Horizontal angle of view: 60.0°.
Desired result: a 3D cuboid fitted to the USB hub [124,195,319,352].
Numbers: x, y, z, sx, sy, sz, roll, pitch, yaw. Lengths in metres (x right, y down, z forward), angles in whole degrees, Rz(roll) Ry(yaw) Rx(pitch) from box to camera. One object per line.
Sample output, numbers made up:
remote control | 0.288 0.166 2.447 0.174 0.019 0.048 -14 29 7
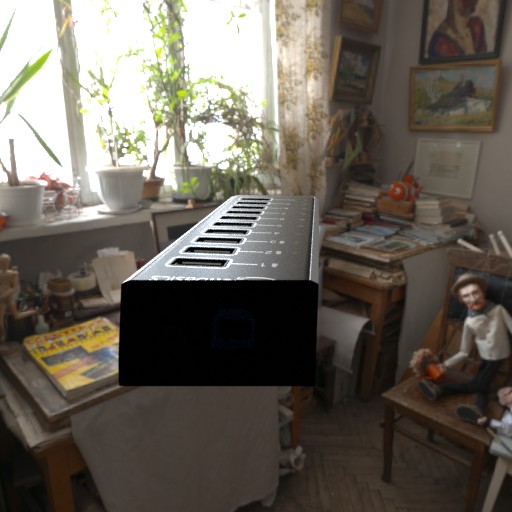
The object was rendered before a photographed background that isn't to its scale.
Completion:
USB hub | 0.000 0.000 0.160 0.044 0.023 0.145 2 16 7
